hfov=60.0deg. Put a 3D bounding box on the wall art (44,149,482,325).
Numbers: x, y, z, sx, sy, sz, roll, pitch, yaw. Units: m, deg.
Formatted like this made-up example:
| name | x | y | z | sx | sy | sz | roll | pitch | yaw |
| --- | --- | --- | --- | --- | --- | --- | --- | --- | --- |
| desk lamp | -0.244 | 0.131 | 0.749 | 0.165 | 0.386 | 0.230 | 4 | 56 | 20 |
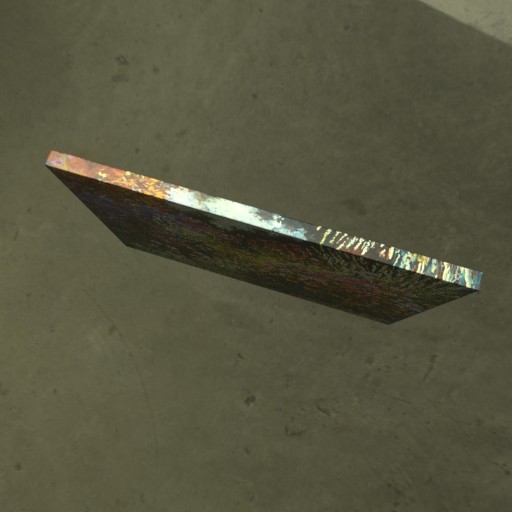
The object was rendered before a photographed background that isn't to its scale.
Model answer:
| name | x | y | z | sx | sy | sz | roll | pitch | yaw |
| --- | --- | --- | --- | --- | --- | --- | --- | --- | --- |
| wall art | 0.000 | 0.000 | 1.182 | 0.908 | 0.604 | 0.037 | 16 | 76 | 4 |
